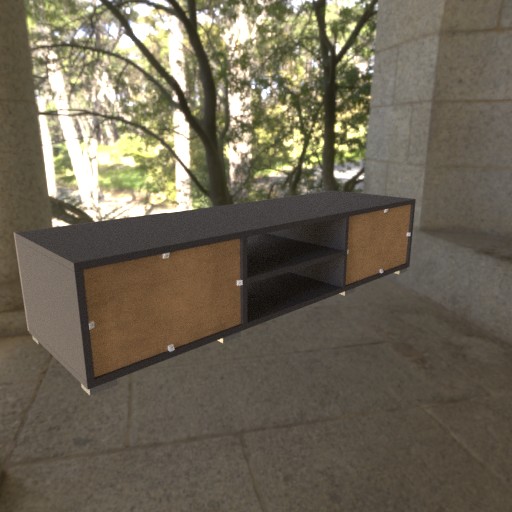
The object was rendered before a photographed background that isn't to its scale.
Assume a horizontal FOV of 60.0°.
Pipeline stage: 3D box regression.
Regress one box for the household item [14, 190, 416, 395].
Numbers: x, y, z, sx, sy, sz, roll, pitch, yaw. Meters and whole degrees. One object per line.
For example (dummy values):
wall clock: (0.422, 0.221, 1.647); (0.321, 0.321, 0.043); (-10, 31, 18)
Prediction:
household item: (0.000, 0.000, 1.547); (1.400, 0.310, 0.420); (-14, 20, -41)
